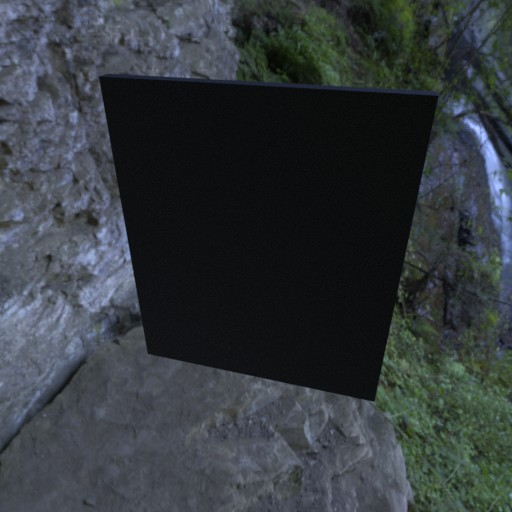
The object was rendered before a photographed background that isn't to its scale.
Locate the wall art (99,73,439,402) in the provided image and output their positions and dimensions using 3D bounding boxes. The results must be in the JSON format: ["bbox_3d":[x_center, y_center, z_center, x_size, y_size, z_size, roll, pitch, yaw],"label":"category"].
[{"bbox_3d":[0.000,0.000,0.684,0.428,0.505,0.023,8,33,13],"label":"wall art"}]
